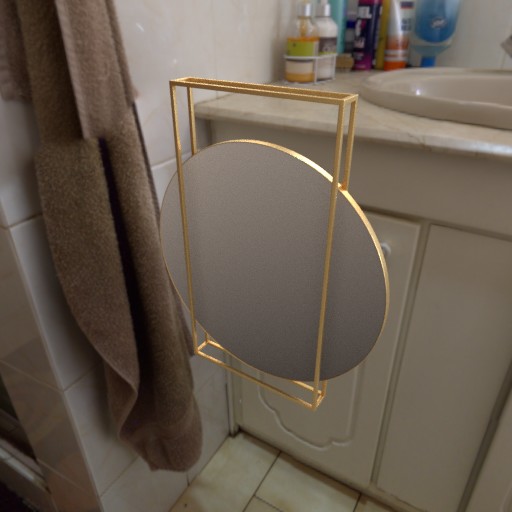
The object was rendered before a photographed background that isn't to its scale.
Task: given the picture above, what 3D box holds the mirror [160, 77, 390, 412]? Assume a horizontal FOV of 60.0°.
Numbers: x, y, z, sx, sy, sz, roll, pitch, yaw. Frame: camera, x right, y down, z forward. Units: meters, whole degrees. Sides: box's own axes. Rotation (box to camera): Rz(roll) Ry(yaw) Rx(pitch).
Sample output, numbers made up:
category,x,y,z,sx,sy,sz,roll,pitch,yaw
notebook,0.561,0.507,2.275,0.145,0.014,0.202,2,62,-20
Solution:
category,x,y,z,sx,sy,sz,roll,pitch,yaw
mirror,0.000,0.000,0.836,0.508,0.603,0.051,18,34,28
